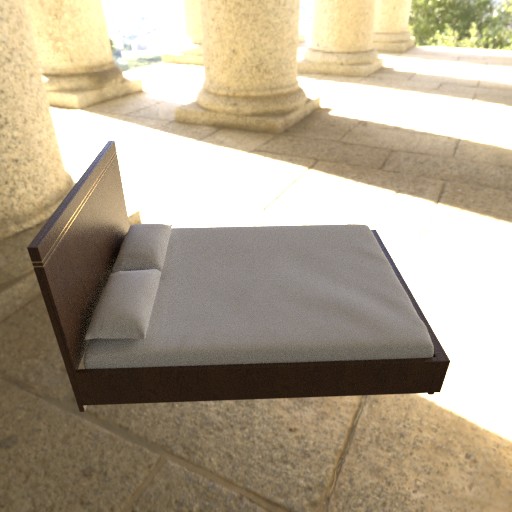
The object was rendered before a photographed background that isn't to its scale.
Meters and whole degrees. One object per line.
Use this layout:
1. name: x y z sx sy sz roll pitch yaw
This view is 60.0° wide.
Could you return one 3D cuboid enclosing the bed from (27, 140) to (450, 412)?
1. bed: 0.000 0.000 3.111 2.221 1.169 1.613 -1 32 -2
